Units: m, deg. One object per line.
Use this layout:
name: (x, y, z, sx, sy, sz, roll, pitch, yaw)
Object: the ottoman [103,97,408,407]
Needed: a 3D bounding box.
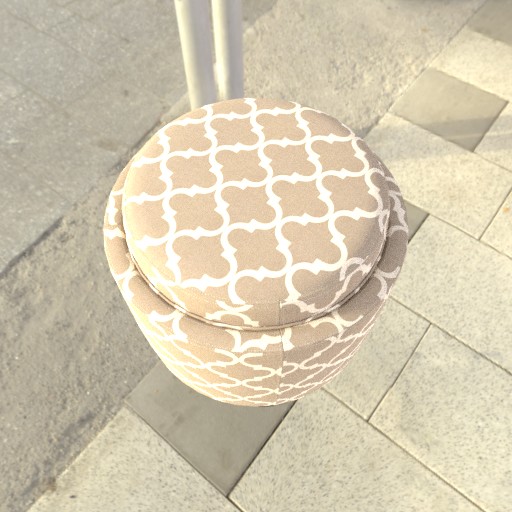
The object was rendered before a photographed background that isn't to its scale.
ottoman: (0.000, 0.000, 0.816, 0.480, 0.429, 0.480, 0, 59, 0)
